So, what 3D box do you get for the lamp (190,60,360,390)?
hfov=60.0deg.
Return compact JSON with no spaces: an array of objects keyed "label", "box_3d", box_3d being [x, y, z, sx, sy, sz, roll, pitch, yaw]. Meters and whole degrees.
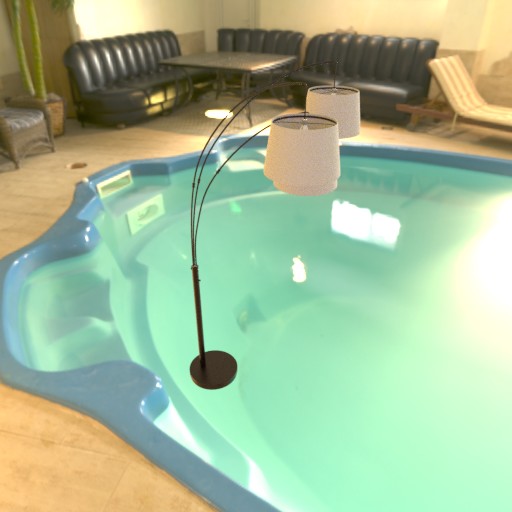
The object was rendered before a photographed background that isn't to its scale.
[{"label":"lamp","box_3d":[0.000,0.000,2.456,0.924,1.950,0.951,10,32,17]}]
